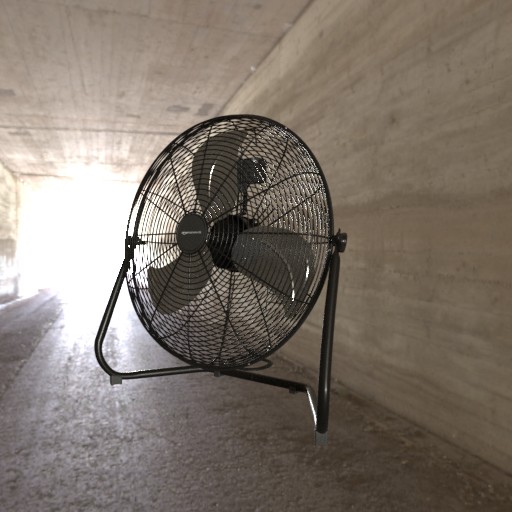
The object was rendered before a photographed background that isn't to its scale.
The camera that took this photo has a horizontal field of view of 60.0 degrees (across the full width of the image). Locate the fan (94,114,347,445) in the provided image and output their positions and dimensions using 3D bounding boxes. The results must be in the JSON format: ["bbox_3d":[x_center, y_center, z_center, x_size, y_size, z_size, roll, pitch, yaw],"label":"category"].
[{"bbox_3d":[0.000,0.000,1.043,0.595,0.605,0.470,1,2,35],"label":"fan"}]
